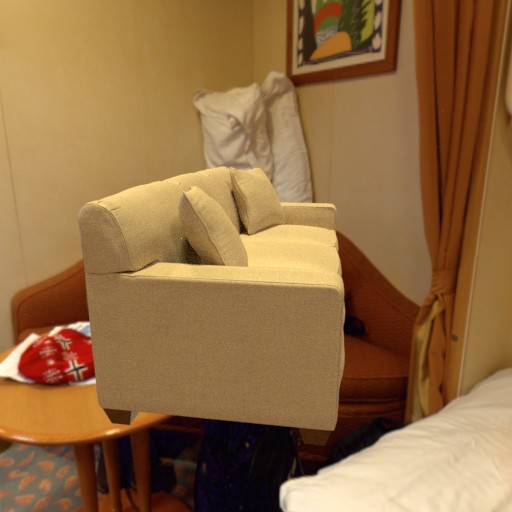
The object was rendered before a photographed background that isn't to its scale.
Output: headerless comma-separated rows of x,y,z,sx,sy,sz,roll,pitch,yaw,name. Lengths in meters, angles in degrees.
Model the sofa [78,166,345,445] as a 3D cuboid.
0.000,0.000,2.564,0.997,0.958,2.024,2,15,9,sofa
